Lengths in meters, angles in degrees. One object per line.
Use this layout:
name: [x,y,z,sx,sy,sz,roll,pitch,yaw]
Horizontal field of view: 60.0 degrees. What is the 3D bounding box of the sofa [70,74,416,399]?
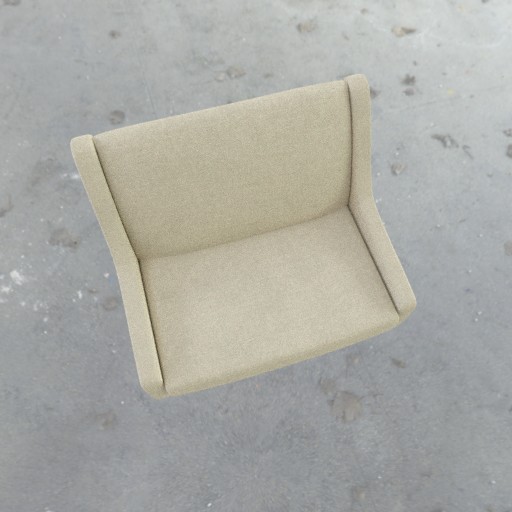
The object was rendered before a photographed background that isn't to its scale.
sofa: [0.000,0.000,1.982,1.212,0.976,0.946,-15,65,-7]
